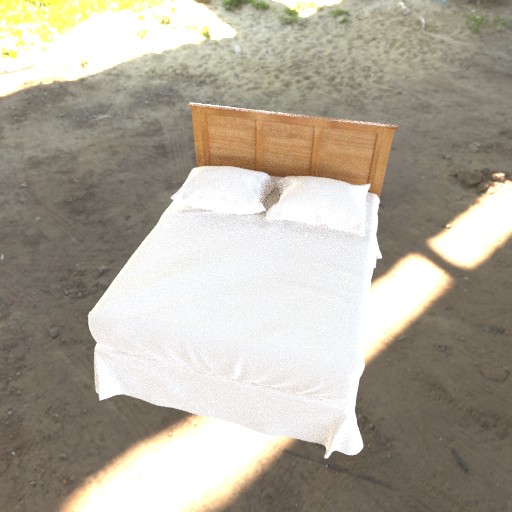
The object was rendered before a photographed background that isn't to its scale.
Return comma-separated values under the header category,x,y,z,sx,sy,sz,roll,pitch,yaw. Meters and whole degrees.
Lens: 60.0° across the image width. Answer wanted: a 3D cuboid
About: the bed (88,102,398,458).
category,x,y,z,sx,sy,sz,roll,pitch,yaw
bed,0.000,0.000,3.141,1.870,1.273,2.035,10,42,11
